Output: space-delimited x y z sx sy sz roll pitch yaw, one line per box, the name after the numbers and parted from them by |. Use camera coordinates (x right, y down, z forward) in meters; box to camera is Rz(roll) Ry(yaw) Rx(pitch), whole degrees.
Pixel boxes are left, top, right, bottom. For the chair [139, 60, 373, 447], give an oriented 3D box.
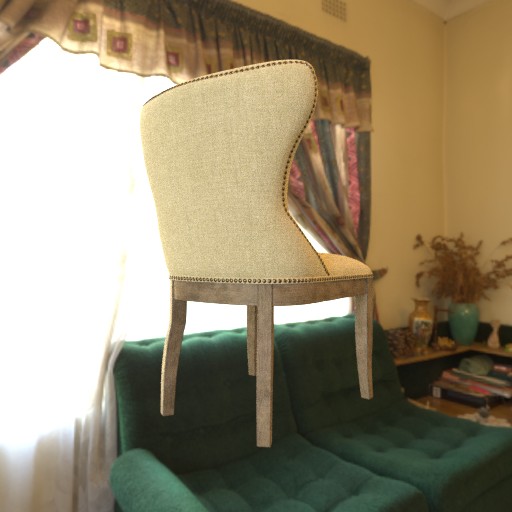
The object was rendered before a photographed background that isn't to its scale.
0.000 0.000 1.464 0.654 1.002 0.681 0 0 37 | chair
